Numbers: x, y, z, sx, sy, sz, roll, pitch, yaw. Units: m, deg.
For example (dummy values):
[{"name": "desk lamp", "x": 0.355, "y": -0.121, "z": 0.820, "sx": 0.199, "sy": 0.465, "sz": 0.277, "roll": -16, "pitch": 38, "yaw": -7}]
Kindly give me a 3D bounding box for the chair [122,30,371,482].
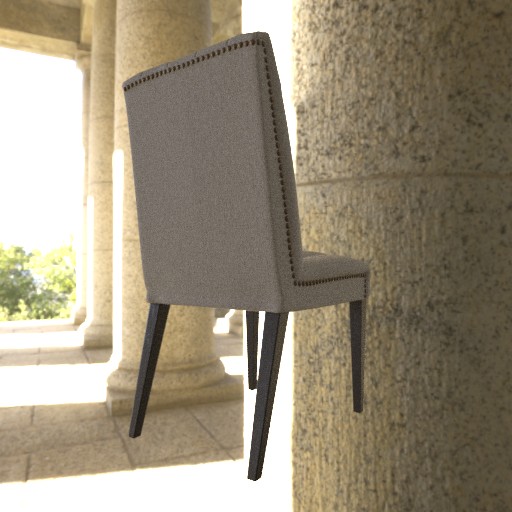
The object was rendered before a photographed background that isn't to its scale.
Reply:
[{"name": "chair", "x": 0.000, "y": 0.000, "z": 1.361, "sx": 0.511, "sy": 1.016, "sz": 0.647, "roll": -1, "pitch": -1, "yaw": 36}]
